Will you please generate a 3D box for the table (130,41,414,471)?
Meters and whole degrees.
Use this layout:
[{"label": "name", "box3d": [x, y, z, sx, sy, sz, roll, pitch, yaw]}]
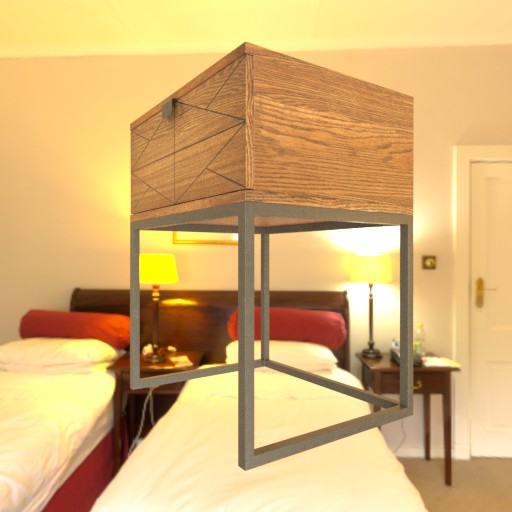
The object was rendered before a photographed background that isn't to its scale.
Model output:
[{"label": "table", "box3d": [0.000, 0.000, 0.932, 0.400, 0.610, 0.482, 0, 0, -35]}]
